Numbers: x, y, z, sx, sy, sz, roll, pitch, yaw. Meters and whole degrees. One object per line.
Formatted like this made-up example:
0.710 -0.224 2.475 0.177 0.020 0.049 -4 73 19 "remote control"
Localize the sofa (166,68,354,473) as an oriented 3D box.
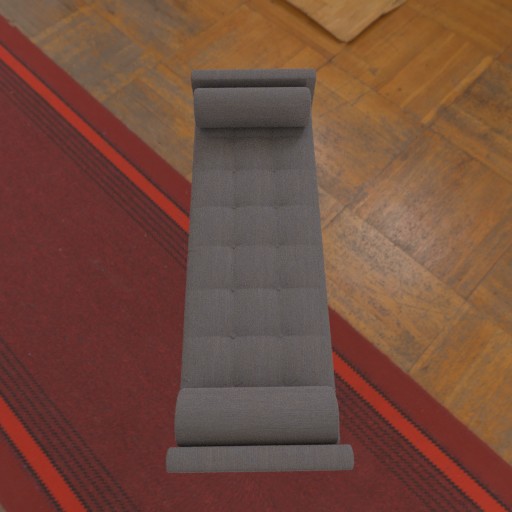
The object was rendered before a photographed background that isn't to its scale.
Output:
0.000 0.000 2.273 0.686 0.635 1.981 -1 65 0 "sofa"
